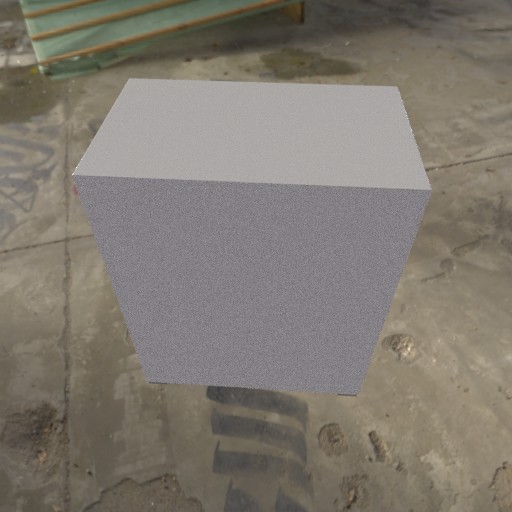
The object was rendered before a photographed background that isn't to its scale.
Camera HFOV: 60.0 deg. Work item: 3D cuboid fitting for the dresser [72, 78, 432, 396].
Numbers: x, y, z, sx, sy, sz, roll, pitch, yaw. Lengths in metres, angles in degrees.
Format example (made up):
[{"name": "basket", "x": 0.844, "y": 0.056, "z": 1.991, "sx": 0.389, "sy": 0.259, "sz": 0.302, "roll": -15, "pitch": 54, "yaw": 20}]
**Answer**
[{"name": "dresser", "x": 0.000, "y": 0.000, "z": 1.224, "sx": 0.650, "sy": 0.800, "sz": 0.400, "roll": 3, "pitch": 46, "yaw": 3}]
